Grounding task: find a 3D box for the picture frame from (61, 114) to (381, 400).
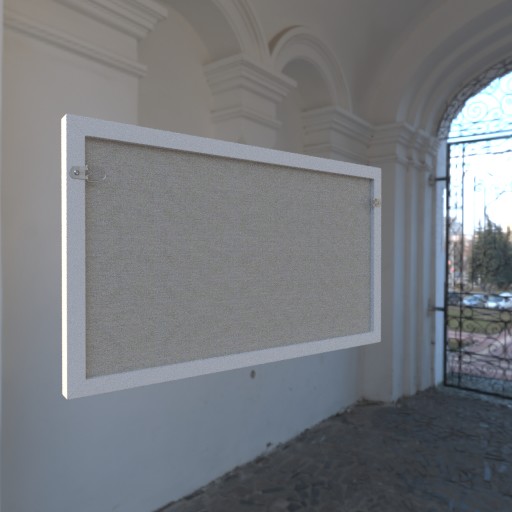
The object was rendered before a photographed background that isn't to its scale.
[{"bbox_3d":[0.000,0.000,0.791,0.647,0.379,0.044,0,1,-36],"label":"picture frame"}]
